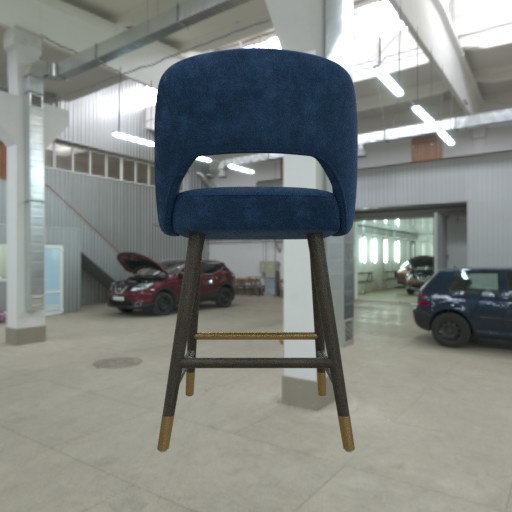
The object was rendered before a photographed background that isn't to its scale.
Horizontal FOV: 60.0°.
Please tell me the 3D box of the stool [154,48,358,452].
[{"bbox_3d":[0.000,0.000,1.228,0.536,0.925,0.524,0,0,0],"label":"stool"}]
